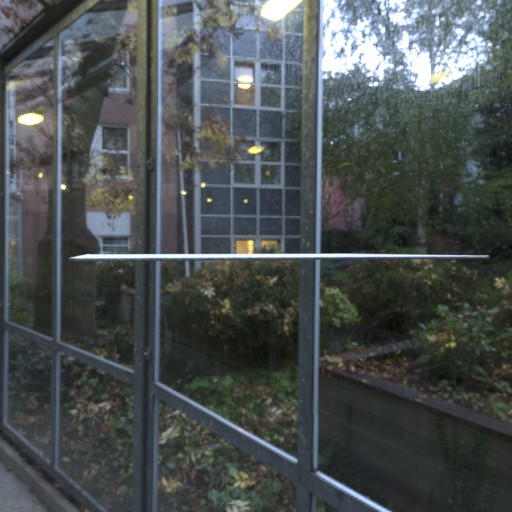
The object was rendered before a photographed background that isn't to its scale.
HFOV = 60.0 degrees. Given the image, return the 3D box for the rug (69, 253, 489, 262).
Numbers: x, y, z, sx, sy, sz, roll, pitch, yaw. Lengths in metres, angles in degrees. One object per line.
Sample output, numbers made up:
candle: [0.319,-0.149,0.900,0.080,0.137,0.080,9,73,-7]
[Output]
rug: [0.000,0.000,4.120,3.049,0.025,2.449,0,1,-19]
